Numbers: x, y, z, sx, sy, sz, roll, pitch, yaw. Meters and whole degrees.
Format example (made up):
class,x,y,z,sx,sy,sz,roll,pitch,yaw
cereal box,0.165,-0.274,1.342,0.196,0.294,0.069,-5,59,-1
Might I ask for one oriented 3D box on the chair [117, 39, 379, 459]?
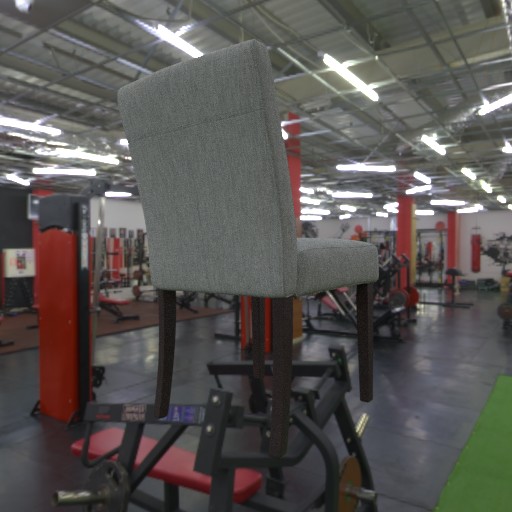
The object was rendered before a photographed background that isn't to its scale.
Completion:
class,x,y,z,sx,sy,sz,roll,pitch,yaw
chair,0.000,0.000,1.237,0.487,0.884,0.629,0,1,37
